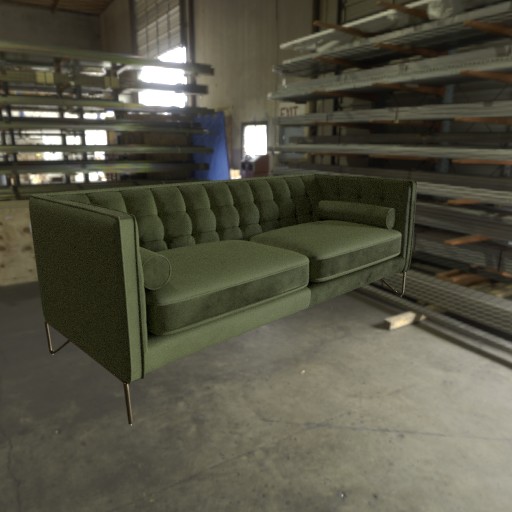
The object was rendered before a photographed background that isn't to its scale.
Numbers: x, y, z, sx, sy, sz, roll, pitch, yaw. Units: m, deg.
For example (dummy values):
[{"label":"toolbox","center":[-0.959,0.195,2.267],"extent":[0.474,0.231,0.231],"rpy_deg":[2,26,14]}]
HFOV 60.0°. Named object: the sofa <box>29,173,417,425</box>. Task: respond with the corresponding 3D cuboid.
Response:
[{"label":"sofa","center":[0.000,0.000,2.491],"extent":[2.087,0.789,0.867],"rpy_deg":[-14,20,-43]}]
